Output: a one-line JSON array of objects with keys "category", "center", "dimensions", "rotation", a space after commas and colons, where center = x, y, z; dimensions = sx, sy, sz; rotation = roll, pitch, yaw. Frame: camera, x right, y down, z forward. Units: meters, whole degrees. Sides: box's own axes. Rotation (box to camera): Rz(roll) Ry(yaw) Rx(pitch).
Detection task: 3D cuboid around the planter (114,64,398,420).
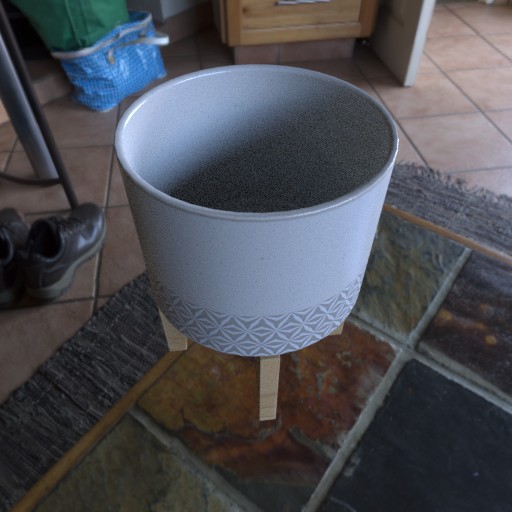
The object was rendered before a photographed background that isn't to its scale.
[{"category": "planter", "center": [0.000, 0.000, 0.520], "dimensions": [0.249, 0.343, 0.249], "rotation": [0, 47, 0]}]
